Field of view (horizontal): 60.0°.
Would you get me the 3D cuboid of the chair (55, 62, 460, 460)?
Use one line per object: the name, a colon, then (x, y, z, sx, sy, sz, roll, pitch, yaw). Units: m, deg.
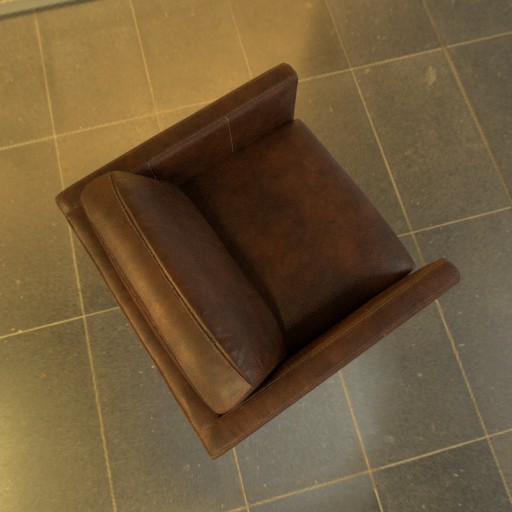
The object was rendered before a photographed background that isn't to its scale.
chair: (0.000, 0.000, 1.697, 0.975, 0.864, 0.990, -33, 78, -8)
